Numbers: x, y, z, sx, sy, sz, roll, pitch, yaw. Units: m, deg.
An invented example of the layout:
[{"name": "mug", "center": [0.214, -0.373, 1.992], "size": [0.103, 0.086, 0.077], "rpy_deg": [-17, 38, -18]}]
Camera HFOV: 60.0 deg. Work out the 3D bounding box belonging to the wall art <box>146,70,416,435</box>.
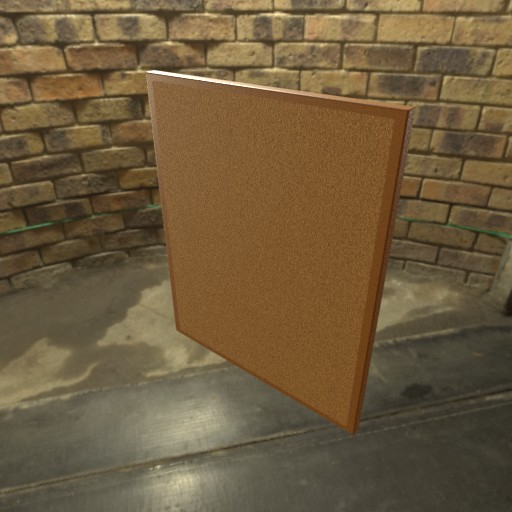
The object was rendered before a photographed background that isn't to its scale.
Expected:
[{"name": "wall art", "center": [0.000, 0.000, 0.522], "size": [0.310, 0.379, 0.015], "rpy_deg": [22, 37, 32]}]
